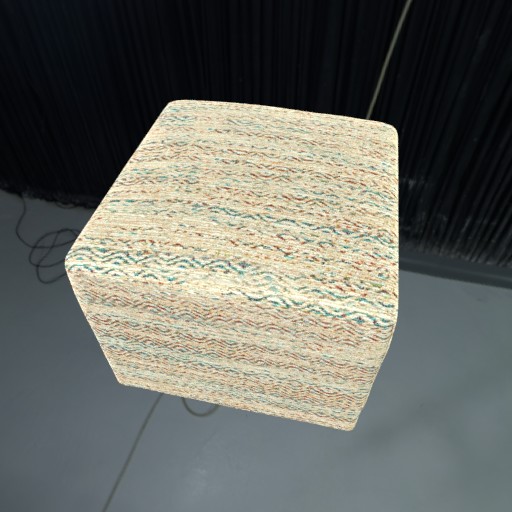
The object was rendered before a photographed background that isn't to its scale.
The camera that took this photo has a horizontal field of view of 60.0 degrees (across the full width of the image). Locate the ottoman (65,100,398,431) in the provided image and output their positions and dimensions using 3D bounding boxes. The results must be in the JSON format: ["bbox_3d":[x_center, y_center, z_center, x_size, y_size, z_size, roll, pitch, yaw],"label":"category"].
[{"bbox_3d":[0.000,0.000,0.939,0.512,0.453,0.521,9,49,8],"label":"ottoman"}]
